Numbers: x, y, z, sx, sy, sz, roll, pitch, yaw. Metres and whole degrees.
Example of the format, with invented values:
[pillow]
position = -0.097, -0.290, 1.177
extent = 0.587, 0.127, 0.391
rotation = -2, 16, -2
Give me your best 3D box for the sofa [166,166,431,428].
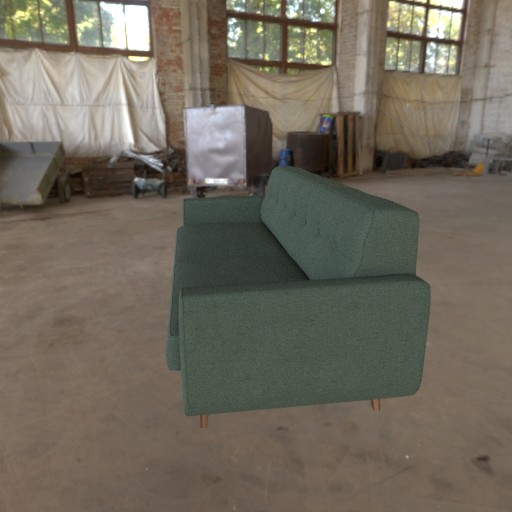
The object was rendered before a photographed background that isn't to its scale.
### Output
[sofa]
position = 0.000, 0.000, 2.431
extent = 0.909, 0.841, 2.029
rotation = -2, 16, -8
